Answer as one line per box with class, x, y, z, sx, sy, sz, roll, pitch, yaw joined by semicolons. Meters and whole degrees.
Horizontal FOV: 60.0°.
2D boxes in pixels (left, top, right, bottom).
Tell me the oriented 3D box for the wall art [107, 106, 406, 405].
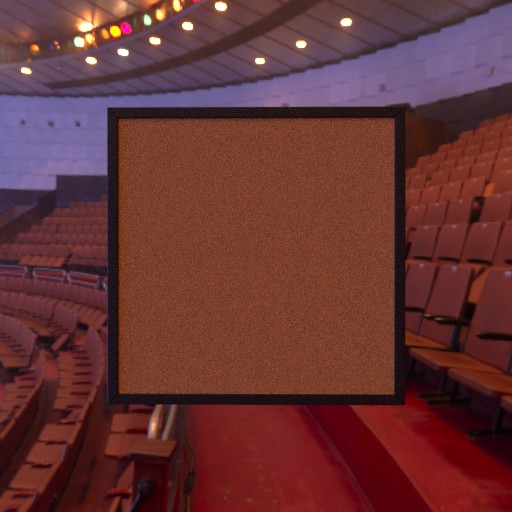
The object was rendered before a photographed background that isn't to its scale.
wall art;0.000;0.000;1.152;0.763;0.763;0.037;0;0;1
